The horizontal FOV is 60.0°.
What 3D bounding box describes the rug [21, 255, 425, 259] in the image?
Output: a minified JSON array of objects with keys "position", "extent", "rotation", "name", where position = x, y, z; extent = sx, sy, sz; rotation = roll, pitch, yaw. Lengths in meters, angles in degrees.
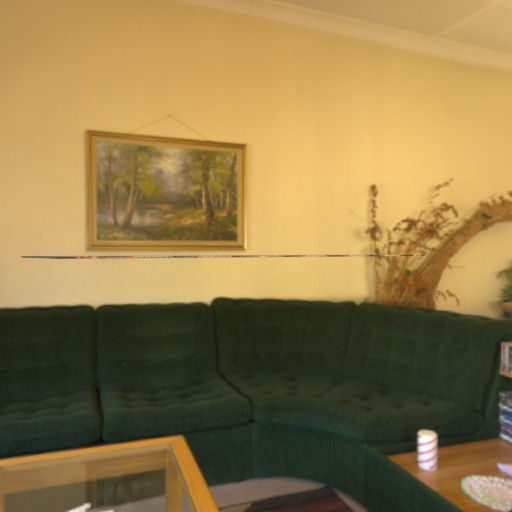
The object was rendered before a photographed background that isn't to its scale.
[{"position":[0.000,0.000,2.695],"extent":[2.440,0.009,0.760],"rotation":[0,1,-37],"name":"rug"}]
